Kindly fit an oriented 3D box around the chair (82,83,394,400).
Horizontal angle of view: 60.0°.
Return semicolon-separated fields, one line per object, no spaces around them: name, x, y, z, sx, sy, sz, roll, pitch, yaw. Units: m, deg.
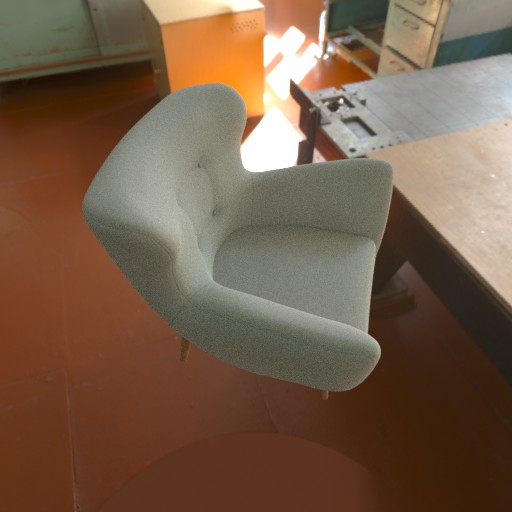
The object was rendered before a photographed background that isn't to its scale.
chair;0.000;0.000;1.588;0.889;0.889;0.890;11;48;10
